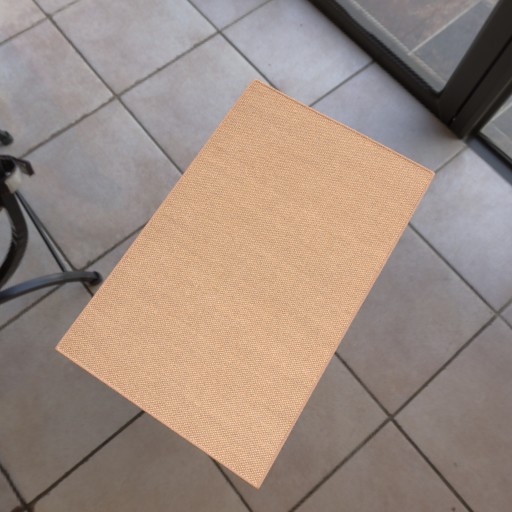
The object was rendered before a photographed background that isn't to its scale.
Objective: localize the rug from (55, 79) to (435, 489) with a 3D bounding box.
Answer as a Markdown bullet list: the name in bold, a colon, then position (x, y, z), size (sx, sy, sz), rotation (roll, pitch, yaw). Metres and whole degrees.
- **rug**: position (0.000, 0.000, 2.083), size (1.067, 0.013, 1.676), rotation (31, 76, 9)
